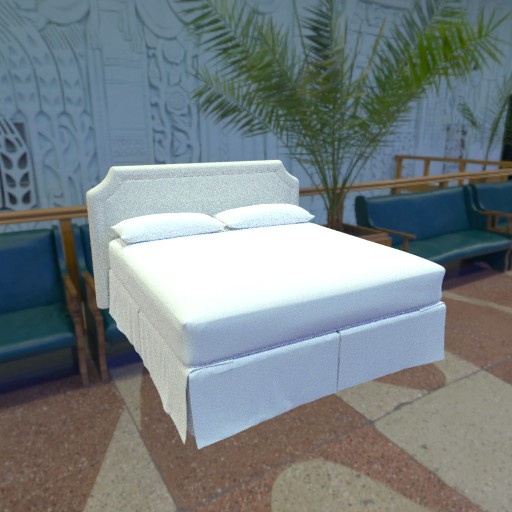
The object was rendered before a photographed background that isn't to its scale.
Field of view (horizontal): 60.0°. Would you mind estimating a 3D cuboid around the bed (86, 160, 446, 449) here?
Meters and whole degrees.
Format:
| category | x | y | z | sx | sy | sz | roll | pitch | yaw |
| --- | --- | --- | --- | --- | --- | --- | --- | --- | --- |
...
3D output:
| category | x | y | z | sx | sy | sz | roll | pitch | yaw |
| --- | --- | --- | --- | --- | --- | --- | --- | --- | --- |
| bed | 0.000 | 0.000 | 3.498 | 2.160 | 1.301 | 2.204 | -9 | 18 | -27 |
